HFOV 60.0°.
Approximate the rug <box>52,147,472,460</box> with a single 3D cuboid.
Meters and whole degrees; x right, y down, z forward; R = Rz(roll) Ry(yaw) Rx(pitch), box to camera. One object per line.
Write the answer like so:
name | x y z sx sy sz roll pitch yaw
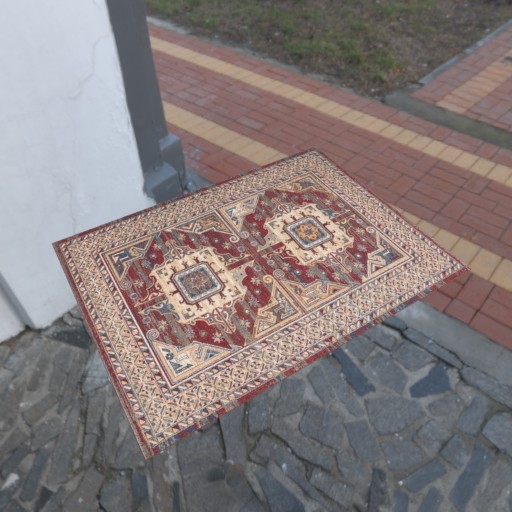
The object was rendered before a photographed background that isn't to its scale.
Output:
rug | 0.000 0.000 4.195 3.197 0.013 2.381 -24 51 -21
